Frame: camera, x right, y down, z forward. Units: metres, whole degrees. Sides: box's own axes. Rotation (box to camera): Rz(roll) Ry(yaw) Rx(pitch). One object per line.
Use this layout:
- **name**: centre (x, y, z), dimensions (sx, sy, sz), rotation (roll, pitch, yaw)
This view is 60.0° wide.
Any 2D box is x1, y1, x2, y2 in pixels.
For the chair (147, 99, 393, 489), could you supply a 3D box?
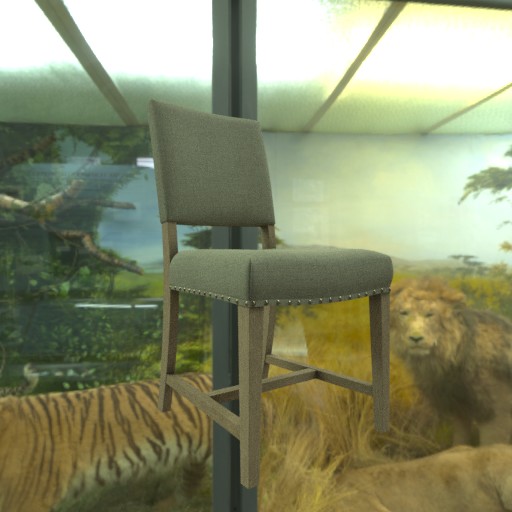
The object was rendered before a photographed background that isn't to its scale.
- **chair**: centre (0.000, 0.000, 1.331), dimensions (0.508, 0.986, 0.622), rotation (-1, 2, -37)
